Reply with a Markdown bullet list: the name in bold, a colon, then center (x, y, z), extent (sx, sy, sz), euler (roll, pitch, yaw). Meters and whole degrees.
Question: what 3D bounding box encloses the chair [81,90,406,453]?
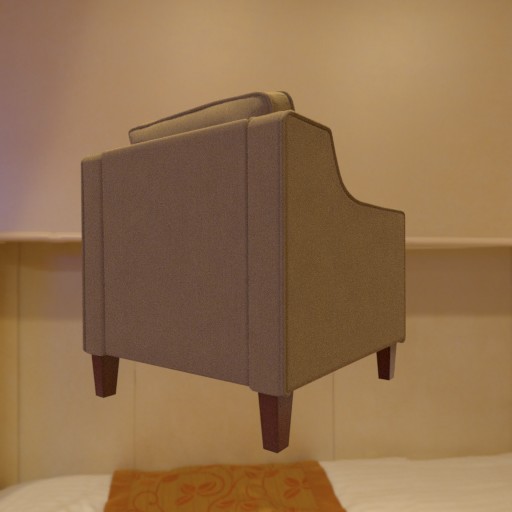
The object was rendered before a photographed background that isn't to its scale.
- **chair**: center (0.000, 0.000, 1.639), extent (0.831, 0.960, 0.909), euler (0, 0, 36)
